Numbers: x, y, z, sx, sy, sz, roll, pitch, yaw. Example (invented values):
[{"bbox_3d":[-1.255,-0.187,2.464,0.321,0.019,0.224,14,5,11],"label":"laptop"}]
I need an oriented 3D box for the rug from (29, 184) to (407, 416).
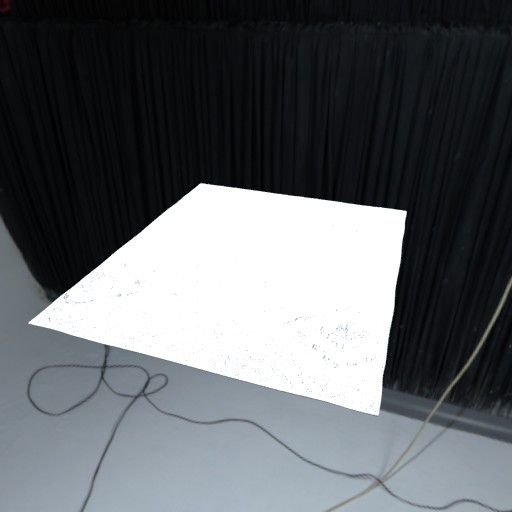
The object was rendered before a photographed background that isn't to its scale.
[{"bbox_3d":[0.000,0.000,0.888,0.548,0.006,0.639,10,32,17],"label":"rug"}]
